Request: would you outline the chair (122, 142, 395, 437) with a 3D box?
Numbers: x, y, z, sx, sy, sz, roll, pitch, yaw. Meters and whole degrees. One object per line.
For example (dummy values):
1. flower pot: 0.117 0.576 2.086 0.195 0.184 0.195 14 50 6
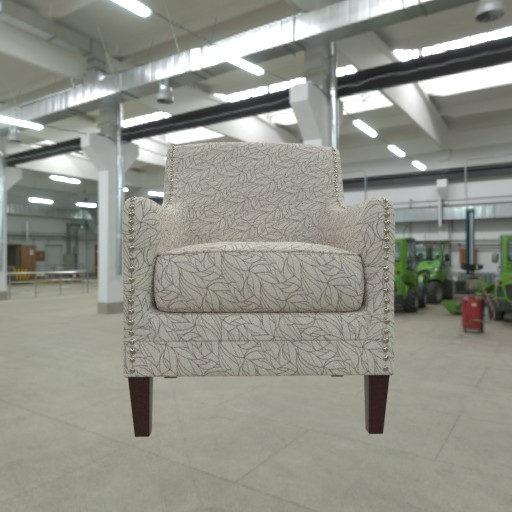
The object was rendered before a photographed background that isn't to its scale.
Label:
1. chair: 0.000 0.000 1.316 0.623 0.816 0.651 0 0 -2
